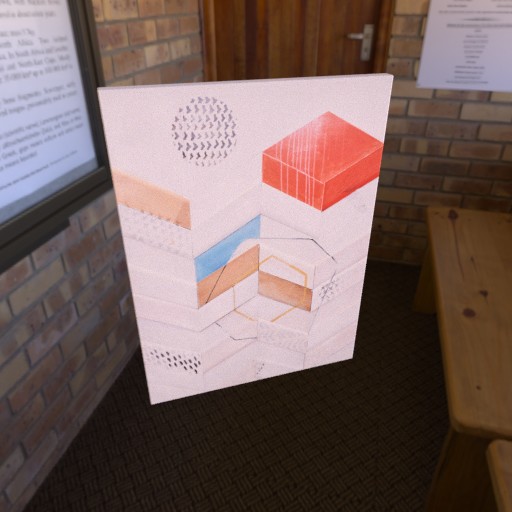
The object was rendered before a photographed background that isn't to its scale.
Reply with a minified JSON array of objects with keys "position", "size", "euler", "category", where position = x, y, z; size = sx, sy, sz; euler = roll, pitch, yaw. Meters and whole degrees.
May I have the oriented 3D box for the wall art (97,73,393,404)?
[{"position":[0.000,0.000,1.362],"size":[0.759,1.014,0.045],"euler":[-9,31,-15],"category":"wall art"}]
